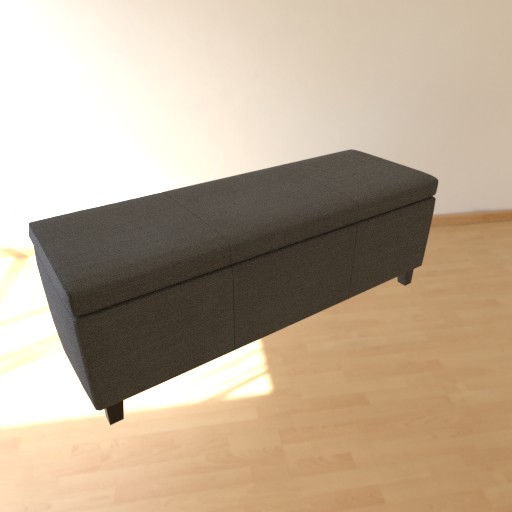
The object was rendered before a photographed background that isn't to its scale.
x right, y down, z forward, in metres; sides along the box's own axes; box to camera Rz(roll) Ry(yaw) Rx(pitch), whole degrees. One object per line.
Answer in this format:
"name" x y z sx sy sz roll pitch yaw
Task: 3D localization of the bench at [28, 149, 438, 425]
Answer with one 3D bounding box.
"bench" 0.000 0.000 1.475 1.269 0.438 0.446 -19 35 -29
